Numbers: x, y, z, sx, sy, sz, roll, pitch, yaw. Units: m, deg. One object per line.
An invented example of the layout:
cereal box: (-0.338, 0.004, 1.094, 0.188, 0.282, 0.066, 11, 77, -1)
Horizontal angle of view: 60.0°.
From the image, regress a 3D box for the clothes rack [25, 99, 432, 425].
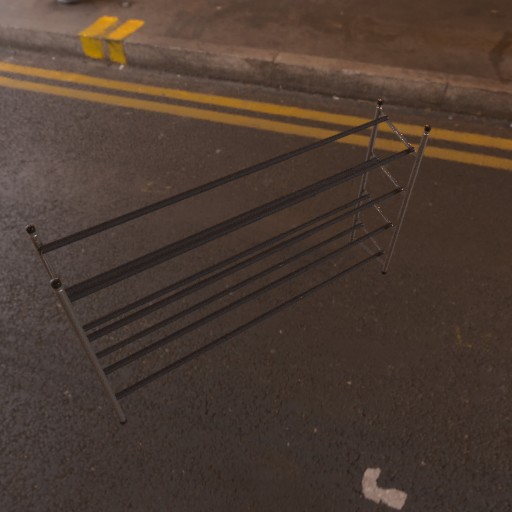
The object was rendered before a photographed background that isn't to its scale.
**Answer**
clothes rack: (0.000, 0.000, 1.445, 1.168, 0.672, 0.229, -25, 51, -23)
